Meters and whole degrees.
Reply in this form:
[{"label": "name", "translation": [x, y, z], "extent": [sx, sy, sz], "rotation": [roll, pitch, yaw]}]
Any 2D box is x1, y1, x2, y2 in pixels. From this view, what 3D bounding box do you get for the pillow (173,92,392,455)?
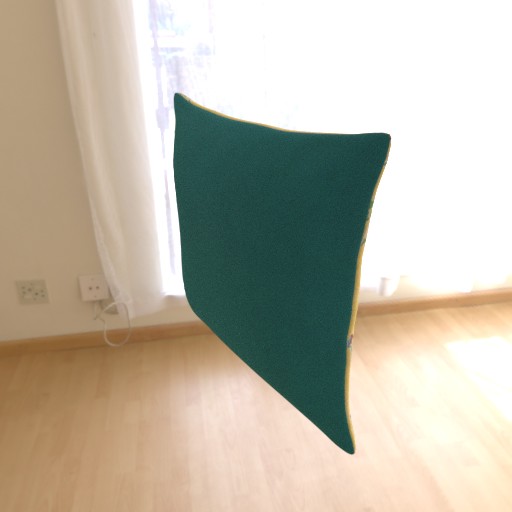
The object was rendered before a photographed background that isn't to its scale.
[{"label": "pillow", "translation": [0.000, 0.000, 0.789], "extent": [0.166, 0.508, 0.525], "rotation": [-17, 31, -32]}]
